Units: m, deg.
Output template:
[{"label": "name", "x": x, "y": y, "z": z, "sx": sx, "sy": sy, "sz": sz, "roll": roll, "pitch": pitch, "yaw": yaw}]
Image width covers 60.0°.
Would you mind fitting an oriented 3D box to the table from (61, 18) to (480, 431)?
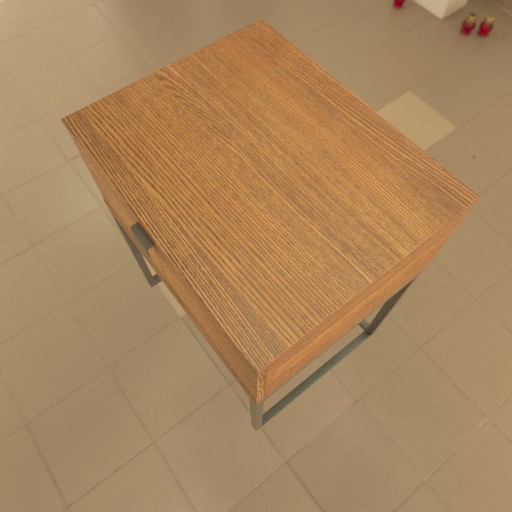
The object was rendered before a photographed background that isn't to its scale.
[{"label": "table", "x": 0.000, "y": 0.000, "z": 0.905, "sx": 0.400, "sy": 0.610, "sz": 0.482, "roll": -35, "pitch": 68, "yaw": -16}]
